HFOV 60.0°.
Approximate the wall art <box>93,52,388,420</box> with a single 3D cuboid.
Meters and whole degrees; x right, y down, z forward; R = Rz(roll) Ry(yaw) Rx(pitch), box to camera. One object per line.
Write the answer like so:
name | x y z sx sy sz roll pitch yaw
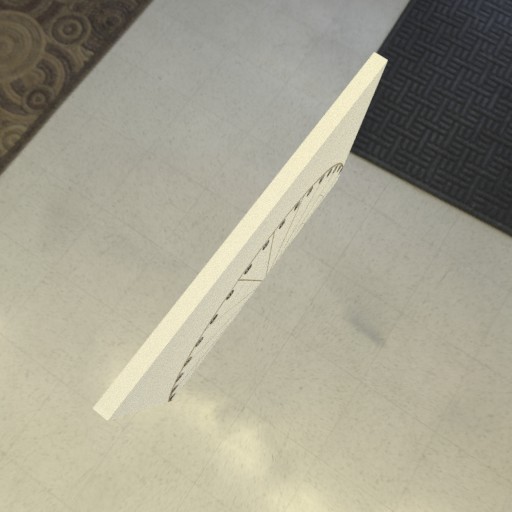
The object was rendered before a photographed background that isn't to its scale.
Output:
wall art | 0.000 0.000 1.141 0.038 0.601 0.898 36 78 9
